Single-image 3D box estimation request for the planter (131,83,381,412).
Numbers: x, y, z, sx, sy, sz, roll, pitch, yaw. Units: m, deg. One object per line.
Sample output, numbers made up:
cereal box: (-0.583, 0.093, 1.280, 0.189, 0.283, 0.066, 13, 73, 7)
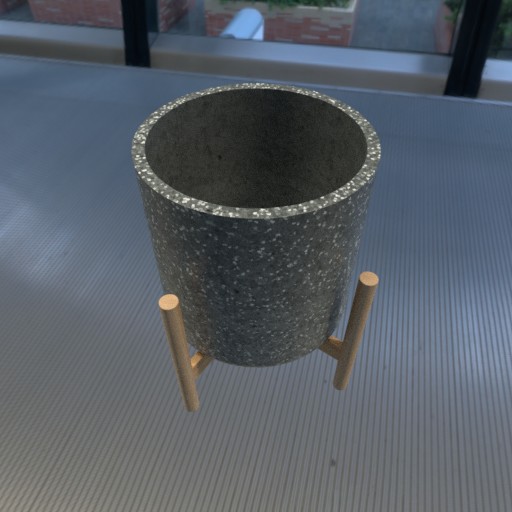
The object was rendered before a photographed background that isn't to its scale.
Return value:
planter: (0.000, 0.000, 0.698, 0.360, 0.419, 0.360, -23, 50, -21)
